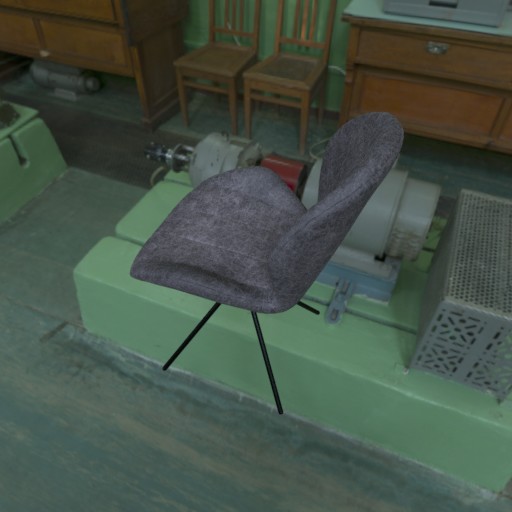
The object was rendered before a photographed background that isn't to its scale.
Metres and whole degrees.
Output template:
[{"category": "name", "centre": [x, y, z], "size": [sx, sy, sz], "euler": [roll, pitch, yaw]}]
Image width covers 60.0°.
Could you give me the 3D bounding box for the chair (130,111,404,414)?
[{"category": "chair", "centre": [0.000, 0.000, 1.304], "size": [0.640, 0.934, 0.527], "euler": [16, 48, 15]}]
